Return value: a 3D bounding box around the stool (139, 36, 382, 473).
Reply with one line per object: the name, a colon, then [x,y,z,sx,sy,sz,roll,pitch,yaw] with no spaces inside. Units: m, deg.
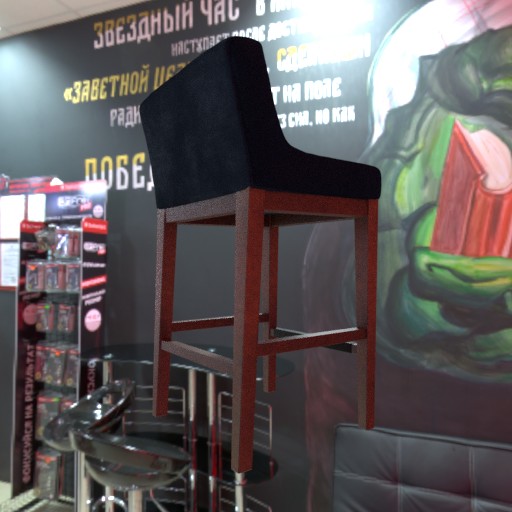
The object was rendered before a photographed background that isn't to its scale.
stool: [0.000,0.000,1.256,0.516,0.945,0.511,1,-1,-36]
